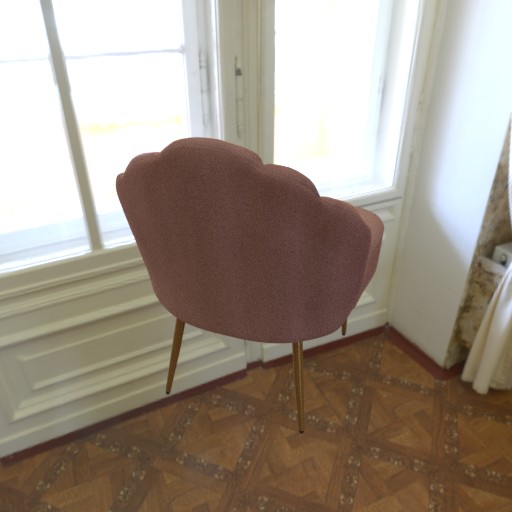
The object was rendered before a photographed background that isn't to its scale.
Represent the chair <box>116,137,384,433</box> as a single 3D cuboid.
[{"bbox_3d":[0.000,0.000,1.255,0.657,0.819,0.599,10,32,17],"label":"chair"}]
